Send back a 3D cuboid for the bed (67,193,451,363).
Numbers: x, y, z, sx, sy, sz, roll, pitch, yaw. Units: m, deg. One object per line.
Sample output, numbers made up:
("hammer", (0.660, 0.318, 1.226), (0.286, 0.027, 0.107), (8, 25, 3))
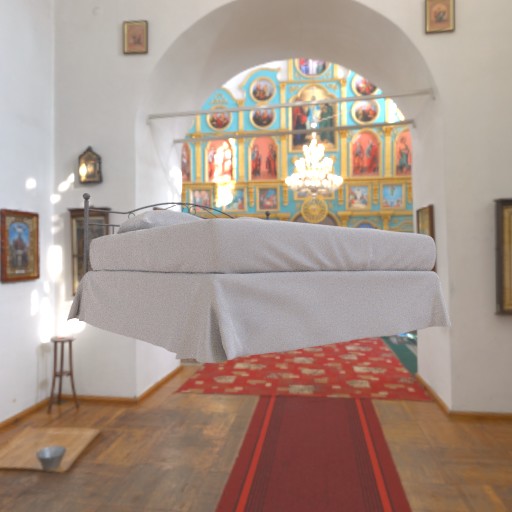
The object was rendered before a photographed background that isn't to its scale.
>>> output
("bed", (0.000, 0.000, 3.513), (2.309, 1.080, 2.220), (1, -2, -37))
